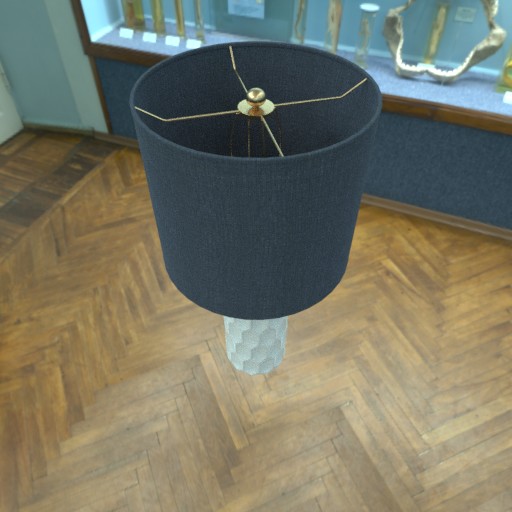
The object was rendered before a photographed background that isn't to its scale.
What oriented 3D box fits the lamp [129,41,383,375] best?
[{"bbox_3d":[0.000,0.000,0.686,0.277,0.537,0.277,18,49,16],"label":"lamp"}]
